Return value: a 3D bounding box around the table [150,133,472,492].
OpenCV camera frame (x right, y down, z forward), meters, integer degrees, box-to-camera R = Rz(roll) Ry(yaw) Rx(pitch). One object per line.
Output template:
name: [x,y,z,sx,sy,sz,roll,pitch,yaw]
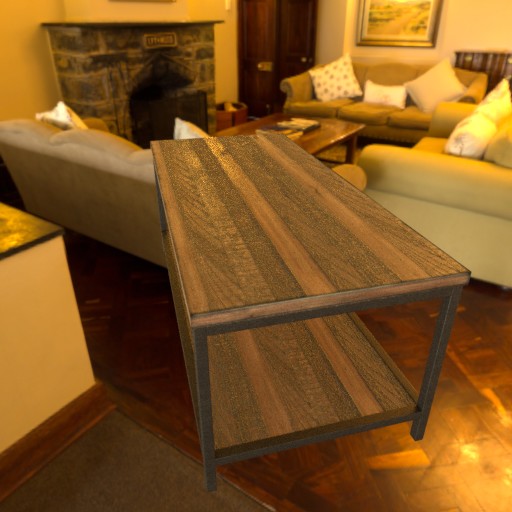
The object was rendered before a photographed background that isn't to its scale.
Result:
table: [0.000,0.000,1.175,0.452,0.399,0.990,-7,29,-13]
